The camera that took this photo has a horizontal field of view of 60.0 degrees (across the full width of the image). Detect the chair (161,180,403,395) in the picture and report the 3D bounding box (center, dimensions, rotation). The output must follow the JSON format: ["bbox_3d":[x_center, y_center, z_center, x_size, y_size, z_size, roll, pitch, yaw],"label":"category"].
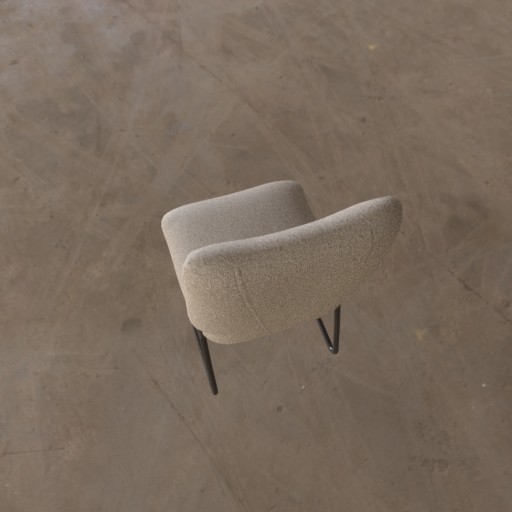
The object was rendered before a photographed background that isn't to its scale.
[{"bbox_3d":[0.000,0.000,1.210,0.448,0.864,0.560,-16,60,-10],"label":"chair"}]
